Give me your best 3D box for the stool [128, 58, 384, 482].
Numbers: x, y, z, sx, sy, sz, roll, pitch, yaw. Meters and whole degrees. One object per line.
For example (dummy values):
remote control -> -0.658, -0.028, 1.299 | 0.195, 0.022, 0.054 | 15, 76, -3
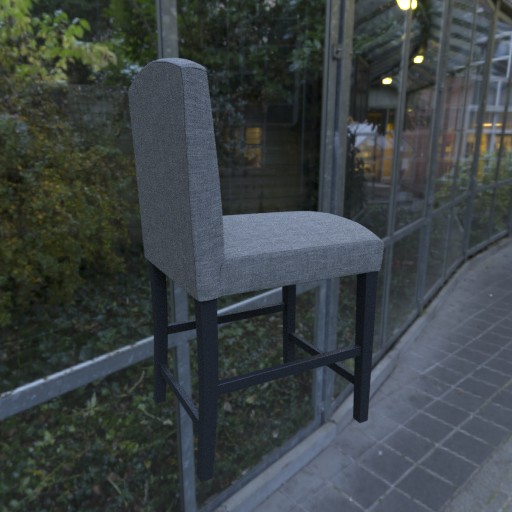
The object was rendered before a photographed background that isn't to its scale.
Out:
stool -> 0.000, 0.000, 1.236 | 0.552, 0.966, 0.451 | -7, 16, -27
